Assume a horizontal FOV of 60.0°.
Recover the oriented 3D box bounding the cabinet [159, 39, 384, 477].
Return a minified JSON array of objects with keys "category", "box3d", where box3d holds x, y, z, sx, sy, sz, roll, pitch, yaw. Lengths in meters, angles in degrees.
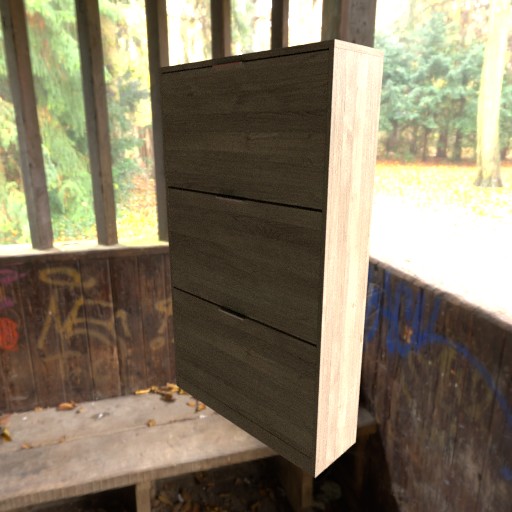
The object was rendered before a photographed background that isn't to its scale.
[{"category":"cabinet","box3d":[0.000,0.000,1.569,0.750,1.280,0.250,15,22,42]}]
